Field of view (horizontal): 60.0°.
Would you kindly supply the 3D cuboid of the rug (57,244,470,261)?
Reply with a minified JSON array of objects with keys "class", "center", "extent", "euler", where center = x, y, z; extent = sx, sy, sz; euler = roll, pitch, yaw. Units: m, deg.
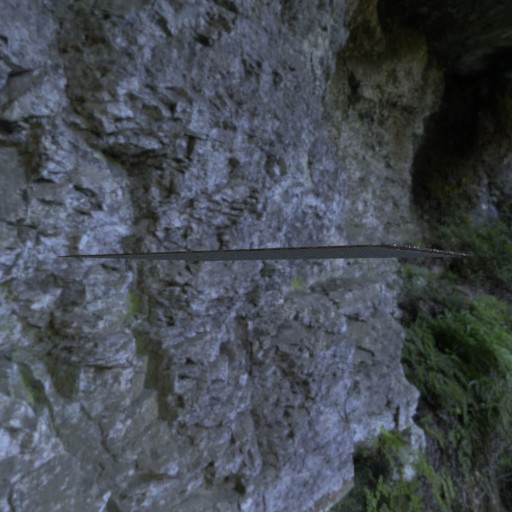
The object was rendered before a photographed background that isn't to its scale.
[{"class":"rug","center":[0.000,0.000,2.521],"extent":[2.029,0.010,1.237],"euler":[-1,-2,36]}]
